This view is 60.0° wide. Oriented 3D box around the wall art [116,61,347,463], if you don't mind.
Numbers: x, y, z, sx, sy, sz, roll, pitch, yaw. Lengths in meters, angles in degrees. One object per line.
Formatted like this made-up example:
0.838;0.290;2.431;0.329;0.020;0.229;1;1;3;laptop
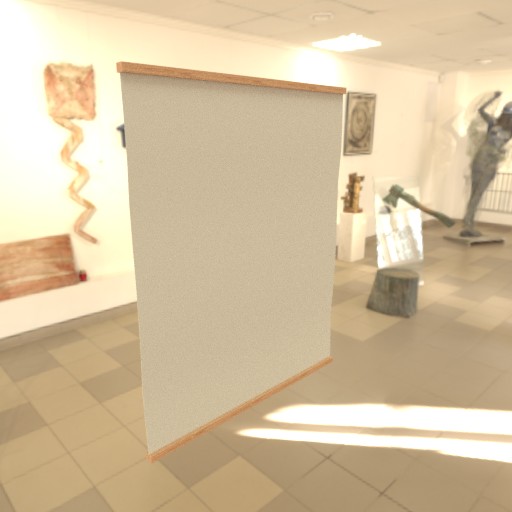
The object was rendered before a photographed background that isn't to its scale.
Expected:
0.000;0.000;0.677;0.406;0.508;0.013;-14;21;-42;wall art
